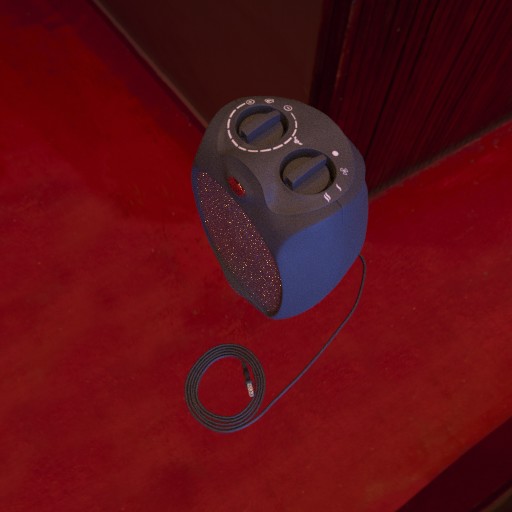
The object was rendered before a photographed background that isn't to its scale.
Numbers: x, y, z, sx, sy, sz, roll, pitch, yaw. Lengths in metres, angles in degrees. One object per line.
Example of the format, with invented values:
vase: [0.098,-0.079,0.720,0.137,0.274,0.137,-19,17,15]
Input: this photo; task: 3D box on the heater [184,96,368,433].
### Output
heater: [0.000,0.000,0.460,0.291,0.240,0.239,-35,69,-15]
